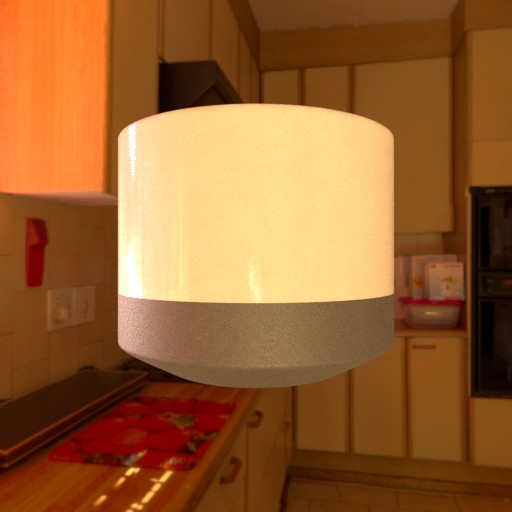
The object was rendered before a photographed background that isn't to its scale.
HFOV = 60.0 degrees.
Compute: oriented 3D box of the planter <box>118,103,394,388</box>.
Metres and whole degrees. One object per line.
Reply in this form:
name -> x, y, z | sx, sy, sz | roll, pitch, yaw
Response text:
planter -> 0.000, 0.000, 0.216 | 0.128, 0.105, 0.128 | 0, 0, 0
